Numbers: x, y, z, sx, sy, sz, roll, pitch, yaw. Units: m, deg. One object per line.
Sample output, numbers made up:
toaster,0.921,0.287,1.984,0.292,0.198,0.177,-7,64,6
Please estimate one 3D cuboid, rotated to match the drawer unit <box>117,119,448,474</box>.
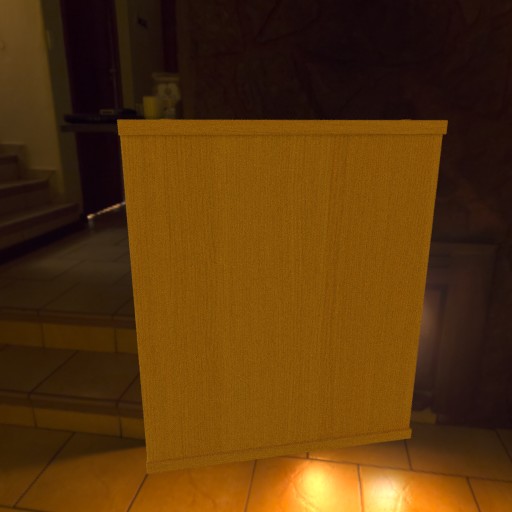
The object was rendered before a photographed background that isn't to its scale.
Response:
drawer unit,0.000,0.000,0.591,0.290,0.344,0.349,-3,17,-10
